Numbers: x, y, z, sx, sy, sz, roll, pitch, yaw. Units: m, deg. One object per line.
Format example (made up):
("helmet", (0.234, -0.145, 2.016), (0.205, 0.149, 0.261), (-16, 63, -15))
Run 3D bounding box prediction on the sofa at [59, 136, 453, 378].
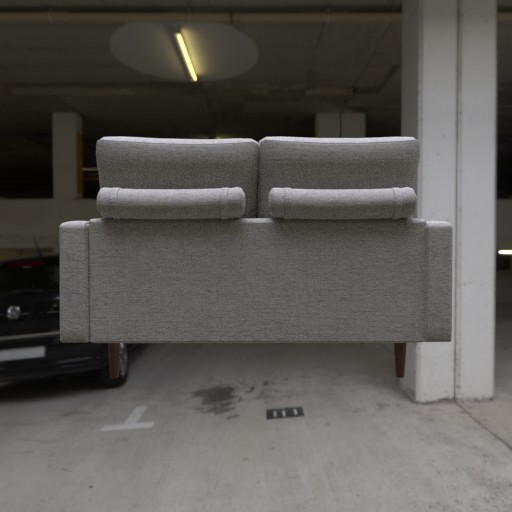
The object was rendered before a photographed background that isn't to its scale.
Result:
("sofa", (0.000, 0.000, 1.955), (1.407, 0.907, 0.842), (0, 1, 0))
